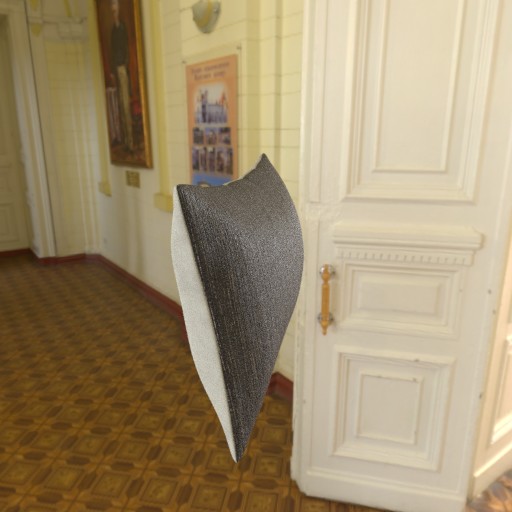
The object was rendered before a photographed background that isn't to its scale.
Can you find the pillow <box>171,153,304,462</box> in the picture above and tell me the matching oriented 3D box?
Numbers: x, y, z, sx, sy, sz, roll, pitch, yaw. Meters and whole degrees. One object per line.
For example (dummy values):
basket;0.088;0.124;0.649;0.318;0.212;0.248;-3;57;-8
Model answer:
pillow;0.000;0.000;0.738;0.156;0.305;0.608;2;16;8
